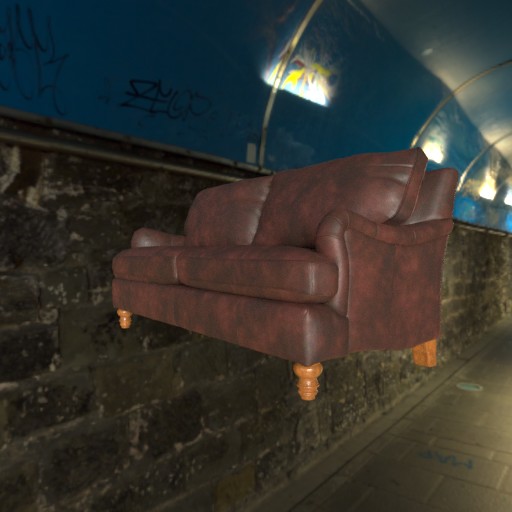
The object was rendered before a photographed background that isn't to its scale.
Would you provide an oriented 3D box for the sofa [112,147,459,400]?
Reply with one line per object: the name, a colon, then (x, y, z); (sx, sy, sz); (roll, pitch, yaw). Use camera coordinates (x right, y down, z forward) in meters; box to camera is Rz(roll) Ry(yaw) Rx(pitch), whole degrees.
sofa: (0.000, 0.000, 2.777); (1.147, 1.071, 2.144); (-1, 1, -37)
